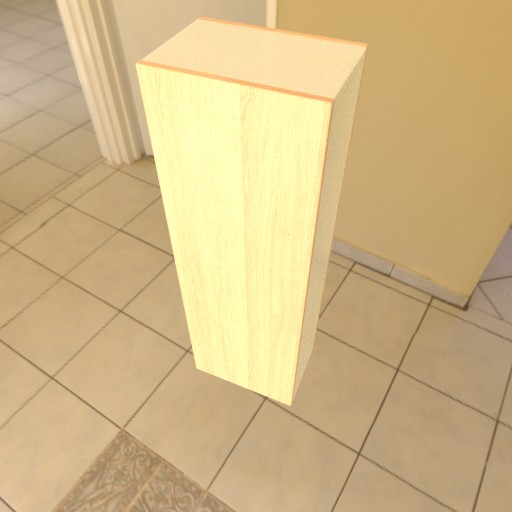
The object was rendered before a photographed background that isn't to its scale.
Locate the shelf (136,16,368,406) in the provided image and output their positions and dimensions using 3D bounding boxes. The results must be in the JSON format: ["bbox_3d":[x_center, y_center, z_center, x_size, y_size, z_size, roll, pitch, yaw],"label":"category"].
[{"bbox_3d":[0.000,0.000,0.977,0.290,0.882,0.197,17,50,15],"label":"shelf"}]
